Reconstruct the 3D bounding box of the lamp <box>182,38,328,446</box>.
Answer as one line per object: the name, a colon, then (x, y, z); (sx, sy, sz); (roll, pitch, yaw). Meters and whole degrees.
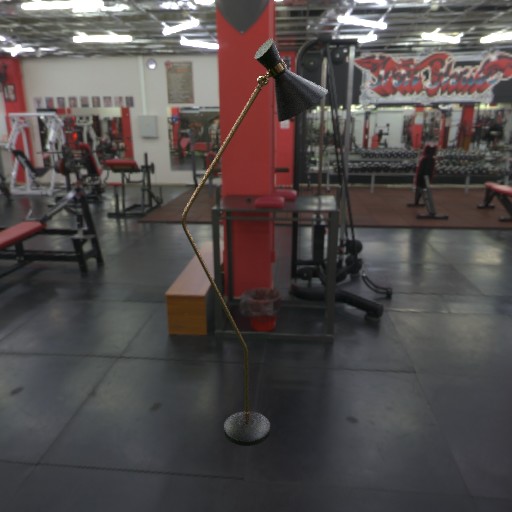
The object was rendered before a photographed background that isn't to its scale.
lamp: (0.000, 0.000, 1.617); (0.467, 1.438, 0.277); (2, 17, 8)
